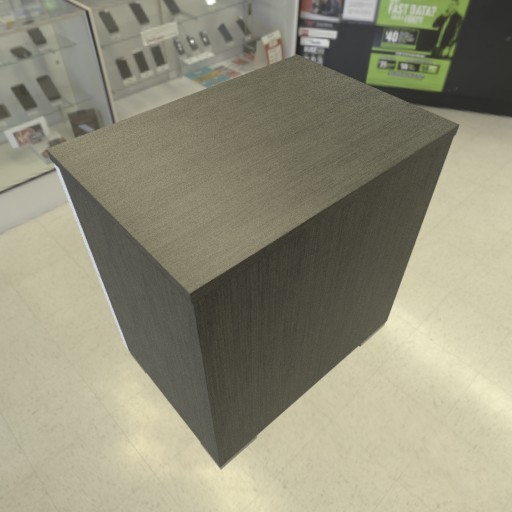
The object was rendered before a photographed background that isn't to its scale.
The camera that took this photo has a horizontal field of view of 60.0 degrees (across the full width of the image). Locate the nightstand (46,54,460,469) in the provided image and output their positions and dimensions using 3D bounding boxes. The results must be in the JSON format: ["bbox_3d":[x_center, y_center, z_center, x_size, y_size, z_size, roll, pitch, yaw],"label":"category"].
[{"bbox_3d":[0.000,0.000,0.744,0.441,0.460,0.325,-32,54,-27],"label":"nightstand"}]
